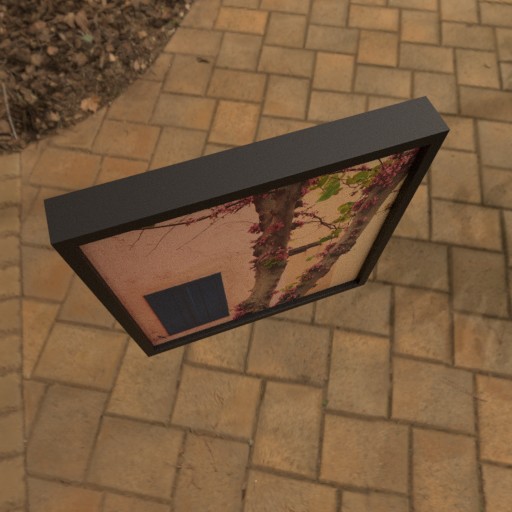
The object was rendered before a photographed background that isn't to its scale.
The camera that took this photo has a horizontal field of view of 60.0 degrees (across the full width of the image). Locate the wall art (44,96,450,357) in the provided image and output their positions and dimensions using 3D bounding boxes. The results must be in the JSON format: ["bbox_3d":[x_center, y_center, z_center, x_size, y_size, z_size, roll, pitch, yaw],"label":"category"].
[{"bbox_3d":[0.000,0.000,0.463,0.305,0.304,0.038,-17,64,-9],"label":"wall art"}]
